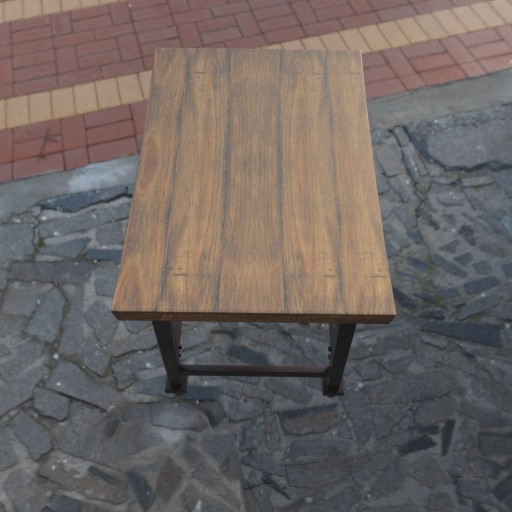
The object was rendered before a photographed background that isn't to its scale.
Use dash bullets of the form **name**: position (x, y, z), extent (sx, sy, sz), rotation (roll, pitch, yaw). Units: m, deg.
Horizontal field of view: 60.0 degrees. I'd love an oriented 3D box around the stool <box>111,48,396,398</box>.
- **stool**: position (0.000, 0.000, 0.921), extent (0.405, 0.625, 0.486), rotation (1, 63, 0)
